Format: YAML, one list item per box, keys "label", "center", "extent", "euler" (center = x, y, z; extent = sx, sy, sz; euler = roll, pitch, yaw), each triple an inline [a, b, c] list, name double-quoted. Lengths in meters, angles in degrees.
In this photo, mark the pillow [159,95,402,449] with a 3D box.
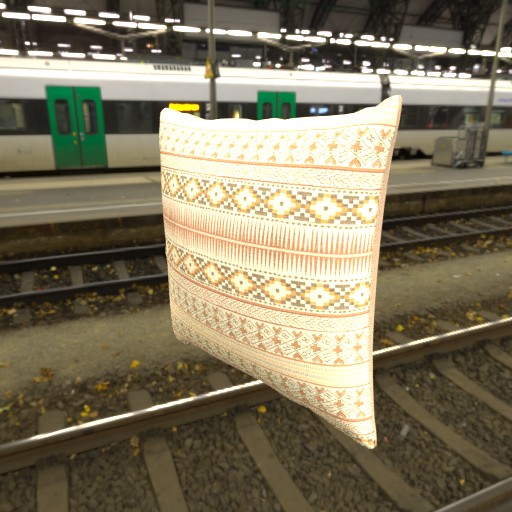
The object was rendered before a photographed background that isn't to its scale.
- label: "pillow"
  center: [0.000, 0.000, 0.786]
  extent: [0.521, 0.519, 0.215]
  euler: [16, 23, 43]
